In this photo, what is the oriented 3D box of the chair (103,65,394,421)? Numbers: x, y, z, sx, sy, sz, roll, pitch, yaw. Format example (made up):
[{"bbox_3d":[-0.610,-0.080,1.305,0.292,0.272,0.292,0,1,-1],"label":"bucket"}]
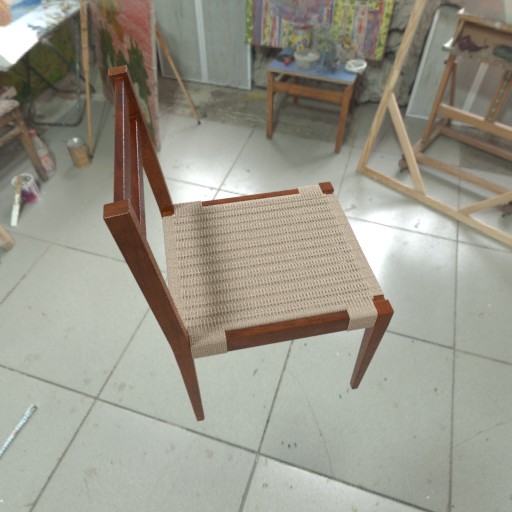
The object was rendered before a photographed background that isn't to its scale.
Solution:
[{"bbox_3d":[0.000,0.000,1.178,0.569,0.851,0.495,-9,49,-8],"label":"chair"}]
